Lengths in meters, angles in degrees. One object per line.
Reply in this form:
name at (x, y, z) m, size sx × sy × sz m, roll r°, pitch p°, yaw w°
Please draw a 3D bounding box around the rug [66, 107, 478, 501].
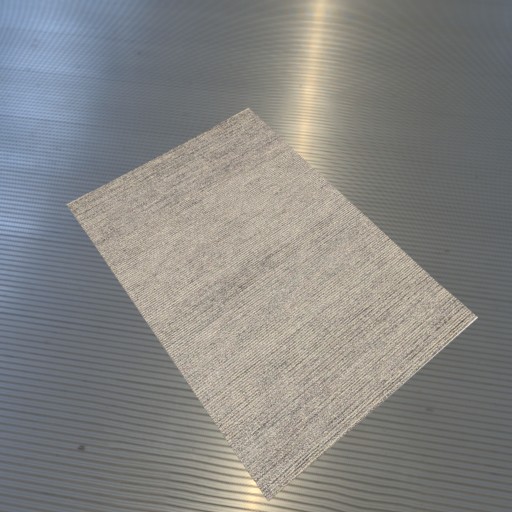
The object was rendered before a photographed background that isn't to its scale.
rug at (0.000, 0.000, 2.879) m, size 1.604 × 0.030 × 2.307 m, roll -33°, pitch 65°, yaw -18°
